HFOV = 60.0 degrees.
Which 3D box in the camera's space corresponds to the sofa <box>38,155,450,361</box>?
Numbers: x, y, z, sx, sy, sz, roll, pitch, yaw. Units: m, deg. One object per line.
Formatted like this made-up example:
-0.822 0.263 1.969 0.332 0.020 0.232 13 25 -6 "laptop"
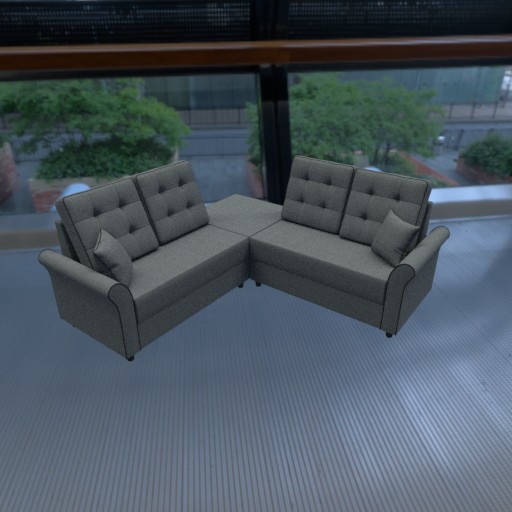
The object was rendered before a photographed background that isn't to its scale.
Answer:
0.000 0.000 3.162 2.070 0.988 2.068 19 33 32 "sofa"
